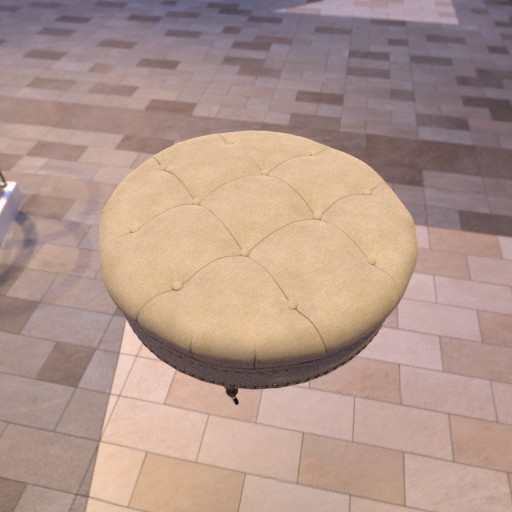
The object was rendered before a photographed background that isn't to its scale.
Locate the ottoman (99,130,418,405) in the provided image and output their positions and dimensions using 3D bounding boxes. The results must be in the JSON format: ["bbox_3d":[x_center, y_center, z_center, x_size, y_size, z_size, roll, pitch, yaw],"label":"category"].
[{"bbox_3d":[0.000,0.000,1.373,0.901,0.439,0.901,0,46,0],"label":"ottoman"}]
